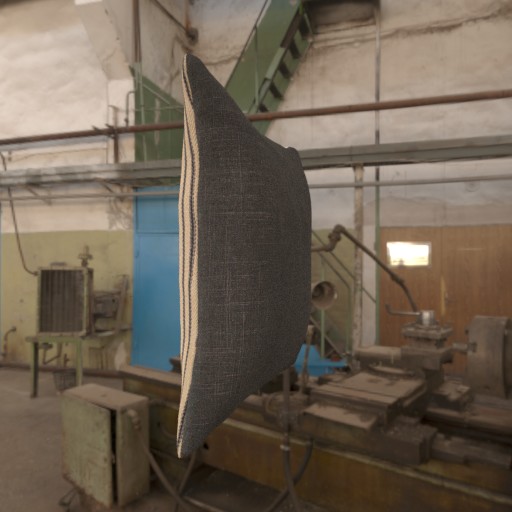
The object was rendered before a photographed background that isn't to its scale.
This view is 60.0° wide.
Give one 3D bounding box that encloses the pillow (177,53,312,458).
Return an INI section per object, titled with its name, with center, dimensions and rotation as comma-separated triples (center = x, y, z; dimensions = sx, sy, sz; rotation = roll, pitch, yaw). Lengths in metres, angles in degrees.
[pillow]
center = 0.000, 0.000, 0.700
dimensions = 0.138, 0.444, 0.468
rotation = 0, 0, 20
